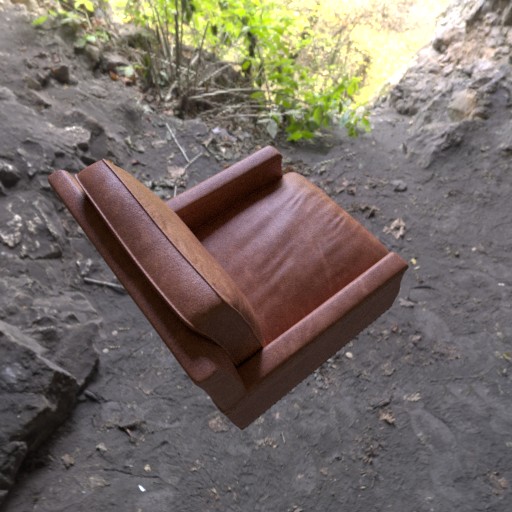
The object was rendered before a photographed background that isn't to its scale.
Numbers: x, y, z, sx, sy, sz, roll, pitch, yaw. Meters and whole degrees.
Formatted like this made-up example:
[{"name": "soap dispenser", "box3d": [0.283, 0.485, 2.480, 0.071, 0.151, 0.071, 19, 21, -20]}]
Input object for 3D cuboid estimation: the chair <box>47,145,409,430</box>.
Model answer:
[{"name": "chair", "box3d": [0.000, 0.000, 1.773, 1.035, 1.054, 0.854, -34, 63, -20]}]
